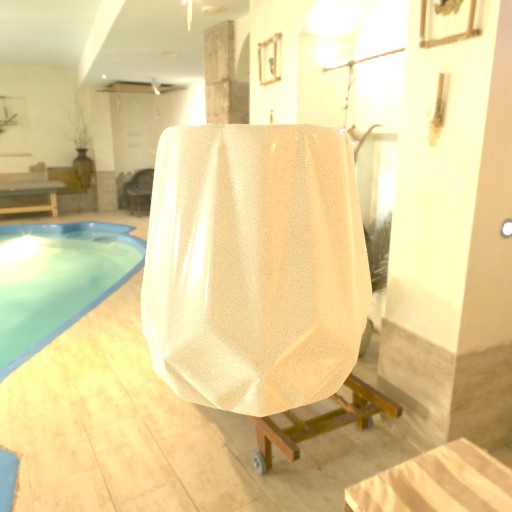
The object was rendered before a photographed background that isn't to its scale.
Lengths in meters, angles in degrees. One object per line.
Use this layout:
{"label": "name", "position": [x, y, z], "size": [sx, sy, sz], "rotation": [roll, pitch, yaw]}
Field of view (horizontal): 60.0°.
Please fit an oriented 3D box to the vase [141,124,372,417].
{"label": "vase", "position": [0.000, 0.000, 0.270], "size": [0.141, 0.152, 0.141], "rotation": [0, 14, 0]}
